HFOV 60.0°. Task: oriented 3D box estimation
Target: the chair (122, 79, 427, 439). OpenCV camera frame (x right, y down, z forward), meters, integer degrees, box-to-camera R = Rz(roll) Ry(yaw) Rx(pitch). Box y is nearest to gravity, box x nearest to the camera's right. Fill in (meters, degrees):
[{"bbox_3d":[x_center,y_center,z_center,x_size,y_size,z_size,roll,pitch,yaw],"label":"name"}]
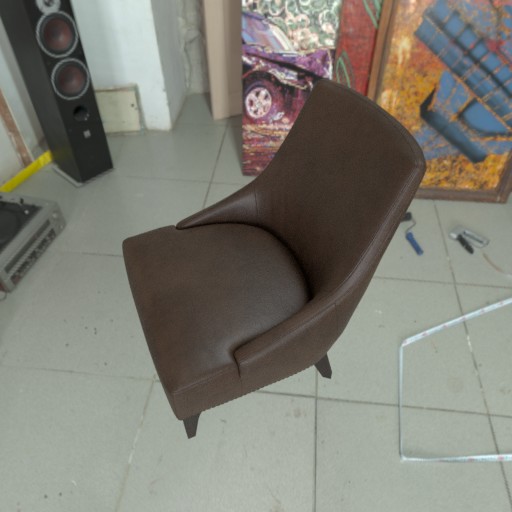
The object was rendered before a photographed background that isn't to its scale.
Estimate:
[{"bbox_3d":[0.000,0.000,1.525,0.861,0.909,0.701,-17,49,-16],"label":"chair"}]
